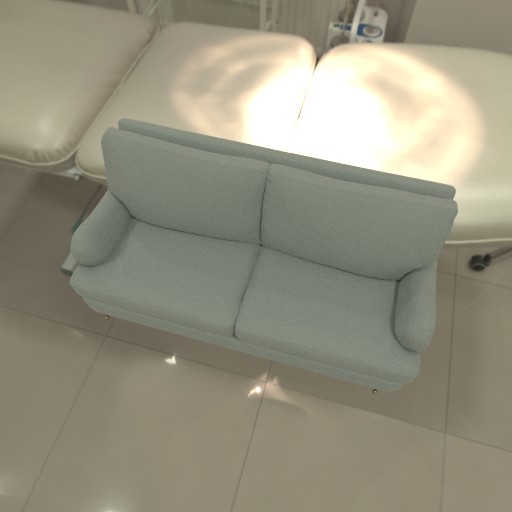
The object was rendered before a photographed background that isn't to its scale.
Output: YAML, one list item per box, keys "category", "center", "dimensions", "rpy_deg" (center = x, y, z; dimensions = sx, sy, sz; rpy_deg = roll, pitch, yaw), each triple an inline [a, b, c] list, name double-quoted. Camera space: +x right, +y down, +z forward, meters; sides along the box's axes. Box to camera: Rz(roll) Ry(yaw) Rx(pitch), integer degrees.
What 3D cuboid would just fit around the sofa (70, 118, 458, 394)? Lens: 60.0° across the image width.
- category: "sofa"
  center: [0.000, 0.000, 2.842]
  dimensions: [2.193, 1.096, 1.069]
  rpy_deg: [14, 60, 8]
